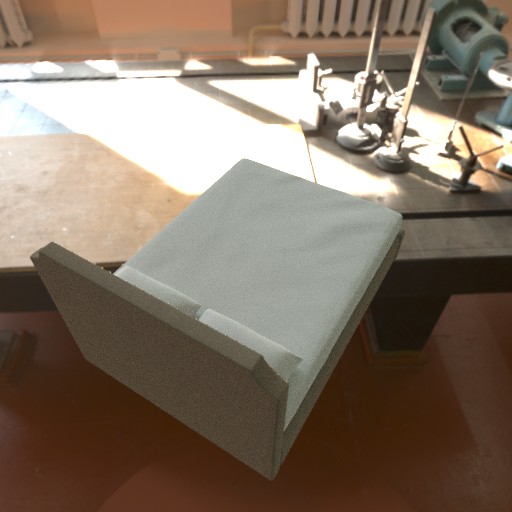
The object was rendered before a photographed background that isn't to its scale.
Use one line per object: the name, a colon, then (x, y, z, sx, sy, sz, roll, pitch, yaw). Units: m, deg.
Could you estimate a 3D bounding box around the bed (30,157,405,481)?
bed: (0.000, 0.000, 3.387, 1.703, 1.415, 2.329, 24, 51, 21)
